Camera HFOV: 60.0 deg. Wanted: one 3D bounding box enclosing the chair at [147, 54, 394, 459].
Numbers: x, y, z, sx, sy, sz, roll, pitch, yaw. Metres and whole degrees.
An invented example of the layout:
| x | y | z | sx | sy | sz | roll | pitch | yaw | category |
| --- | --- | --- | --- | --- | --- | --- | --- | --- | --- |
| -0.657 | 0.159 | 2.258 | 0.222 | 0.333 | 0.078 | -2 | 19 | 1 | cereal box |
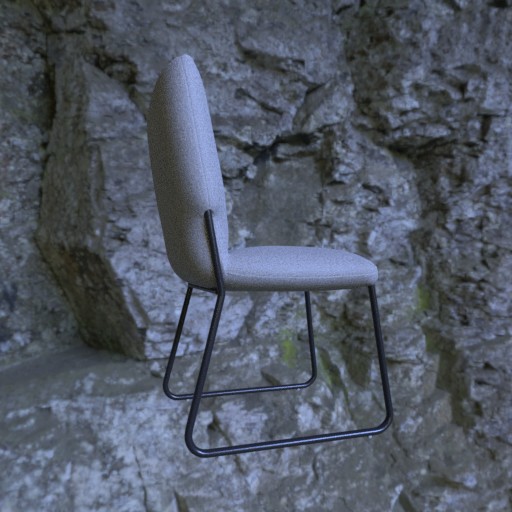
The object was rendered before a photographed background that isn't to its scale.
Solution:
| x | y | z | sx | sy | sz | roll | pitch | yaw | category |
| --- | --- | --- | --- | --- | --- | --- | --- | --- | --- |
| 0.000 | 0.000 | 1.189 | 0.560 | 0.864 | 0.448 | 0 | -1 | -18 | chair |
